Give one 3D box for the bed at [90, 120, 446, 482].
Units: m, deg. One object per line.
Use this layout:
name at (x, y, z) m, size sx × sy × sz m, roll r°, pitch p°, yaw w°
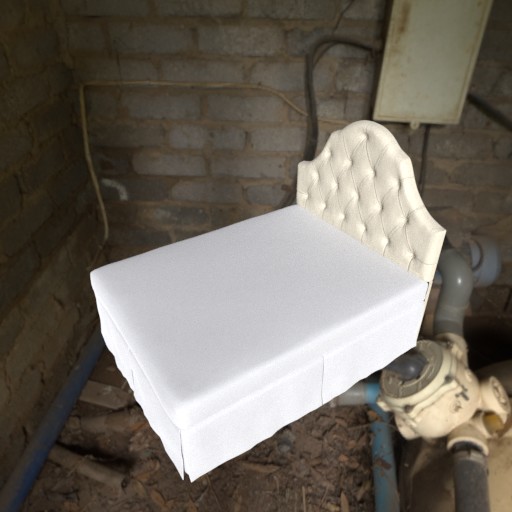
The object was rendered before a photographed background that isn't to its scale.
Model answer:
bed at (0.000, 0.000, 3.174) m, size 2.092 × 1.575 × 1.627 m, roll -20°, pitch 39°, yaw -28°
